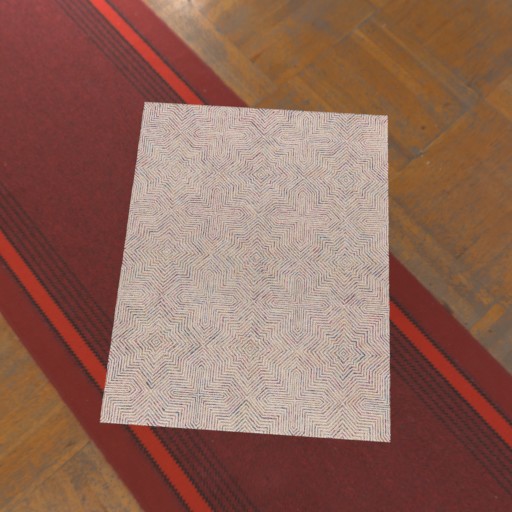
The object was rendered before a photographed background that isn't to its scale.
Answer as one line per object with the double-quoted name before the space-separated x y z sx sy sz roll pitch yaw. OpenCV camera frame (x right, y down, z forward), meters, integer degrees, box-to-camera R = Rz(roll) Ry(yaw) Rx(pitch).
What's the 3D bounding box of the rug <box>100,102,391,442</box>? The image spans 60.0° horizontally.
"rug" 0.000 0.000 4.077 2.442 0.008 3.046 4 76 1
